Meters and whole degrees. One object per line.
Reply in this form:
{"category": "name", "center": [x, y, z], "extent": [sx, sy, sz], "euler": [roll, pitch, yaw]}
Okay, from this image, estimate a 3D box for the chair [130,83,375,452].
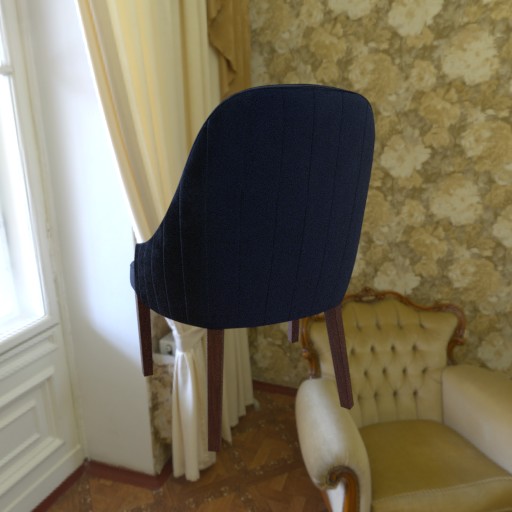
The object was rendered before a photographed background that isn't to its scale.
{"category": "chair", "center": [0.000, 0.000, 1.289], "extent": [0.643, 0.889, 0.575], "euler": [-7, 17, -25]}
